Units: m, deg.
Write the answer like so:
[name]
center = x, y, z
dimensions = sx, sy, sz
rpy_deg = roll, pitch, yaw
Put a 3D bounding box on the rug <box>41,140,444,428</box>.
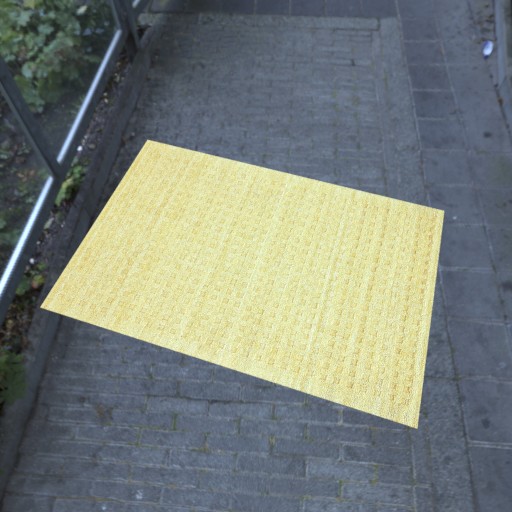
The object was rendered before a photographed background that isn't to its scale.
[rug]
center = 0.000, 0.000, 2.915
dimensions = 2.286, 0.006, 1.524
rpy_deg = 15, 59, 9
